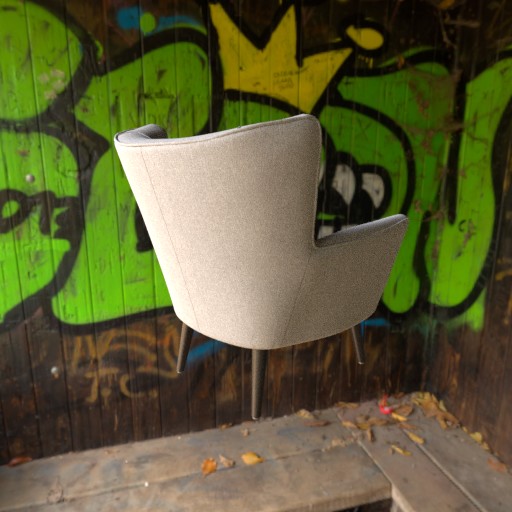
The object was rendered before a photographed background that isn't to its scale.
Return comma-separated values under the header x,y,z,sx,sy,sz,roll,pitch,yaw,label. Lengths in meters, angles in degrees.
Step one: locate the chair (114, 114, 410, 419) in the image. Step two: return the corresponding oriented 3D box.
x,y,z,sx,sy,sz,roll,pitch,yaw,label
0.000,0.000,1.609,0.888,0.933,0.781,-13,19,-43,chair
